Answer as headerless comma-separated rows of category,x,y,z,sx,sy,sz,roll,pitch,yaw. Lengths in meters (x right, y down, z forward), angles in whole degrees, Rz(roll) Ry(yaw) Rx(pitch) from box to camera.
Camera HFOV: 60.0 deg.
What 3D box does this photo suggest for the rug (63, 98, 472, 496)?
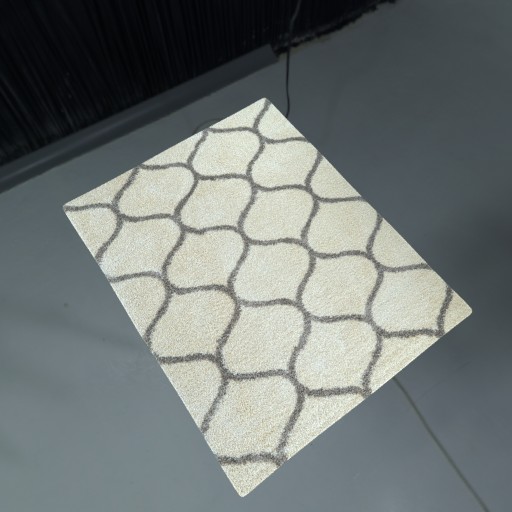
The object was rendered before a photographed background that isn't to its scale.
rug,0.000,0.000,3.985,2.399,0.026,3.000,-33,69,-15
